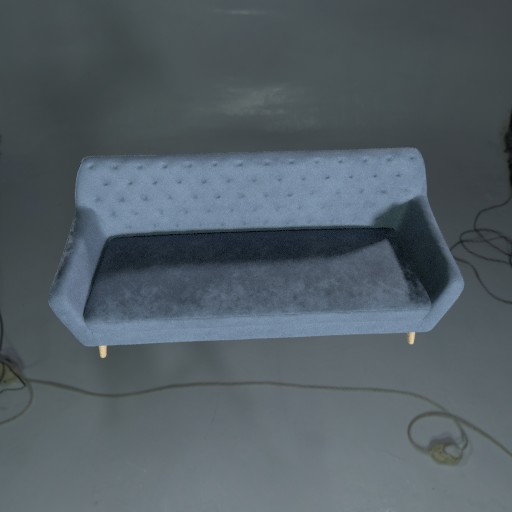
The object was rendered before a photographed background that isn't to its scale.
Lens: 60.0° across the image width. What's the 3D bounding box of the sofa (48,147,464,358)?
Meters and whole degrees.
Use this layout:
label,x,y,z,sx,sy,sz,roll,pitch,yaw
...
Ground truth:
label,x,y,z,sx,sy,sz,roll,pitch,yaw
sofa,0.000,0.000,2.424,1.975,0.832,0.841,-2,47,-2
